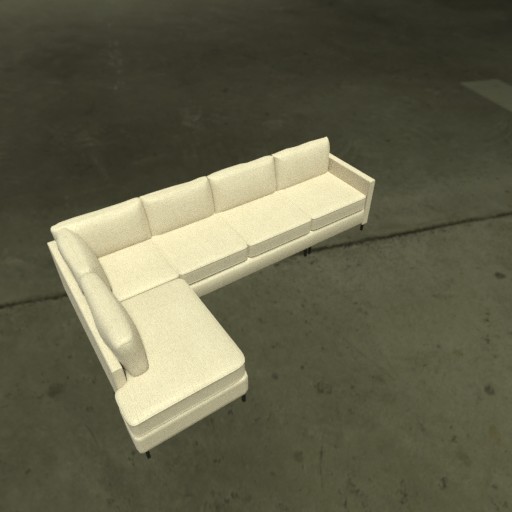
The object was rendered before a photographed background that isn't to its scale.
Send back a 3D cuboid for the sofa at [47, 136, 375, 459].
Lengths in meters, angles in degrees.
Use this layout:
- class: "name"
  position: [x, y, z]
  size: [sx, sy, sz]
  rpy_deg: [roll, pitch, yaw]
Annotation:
- class: "sofa"
  position: [0.000, 0.000, 4.309]
  size: [3.384, 0.996, 2.048]
  rpy_deg: [-24, 46, -25]
